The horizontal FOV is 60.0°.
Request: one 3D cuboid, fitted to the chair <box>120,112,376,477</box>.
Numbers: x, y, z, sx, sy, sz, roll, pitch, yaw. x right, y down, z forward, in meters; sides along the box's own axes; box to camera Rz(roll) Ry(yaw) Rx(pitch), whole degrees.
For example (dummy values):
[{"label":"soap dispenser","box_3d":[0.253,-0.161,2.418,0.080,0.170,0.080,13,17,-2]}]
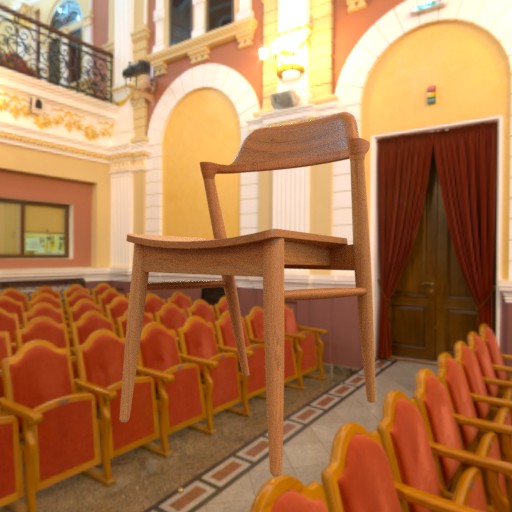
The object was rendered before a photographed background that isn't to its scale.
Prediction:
[{"label":"chair","box_3d":[0.000,0.000,1.126,0.512,0.792,0.499,1,1,36]}]
